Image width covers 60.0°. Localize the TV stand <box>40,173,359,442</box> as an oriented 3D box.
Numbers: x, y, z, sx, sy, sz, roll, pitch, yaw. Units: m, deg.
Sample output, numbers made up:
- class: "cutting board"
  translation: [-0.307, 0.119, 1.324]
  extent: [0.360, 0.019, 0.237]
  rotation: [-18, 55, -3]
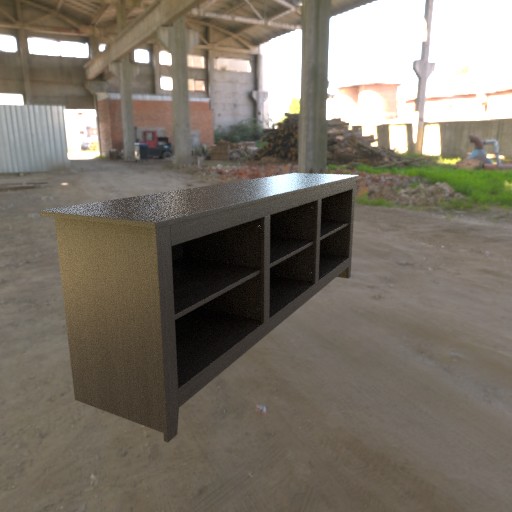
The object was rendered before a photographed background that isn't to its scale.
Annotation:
- class: "TV stand"
  translation: [0.000, 0.000, 1.962]
  extent: [0.406, 0.610, 1.778]
  rotation: [7, 16, 27]
